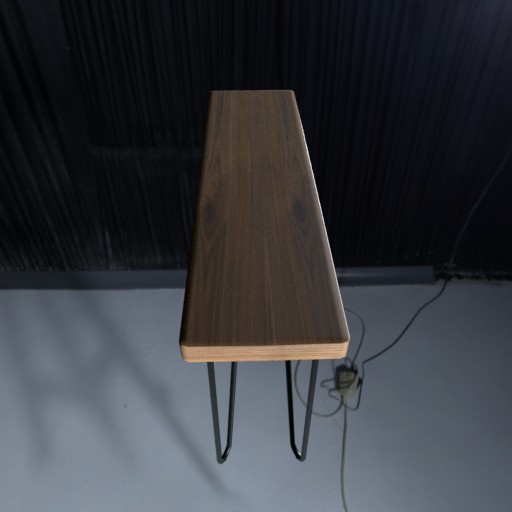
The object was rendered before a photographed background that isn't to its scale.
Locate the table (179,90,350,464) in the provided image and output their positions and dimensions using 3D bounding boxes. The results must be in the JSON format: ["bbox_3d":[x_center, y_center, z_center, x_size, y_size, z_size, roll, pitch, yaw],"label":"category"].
[{"bbox_3d":[0.000,0.000,1.935,0.425,0.834,1.570,-1,42,-1],"label":"table"}]
